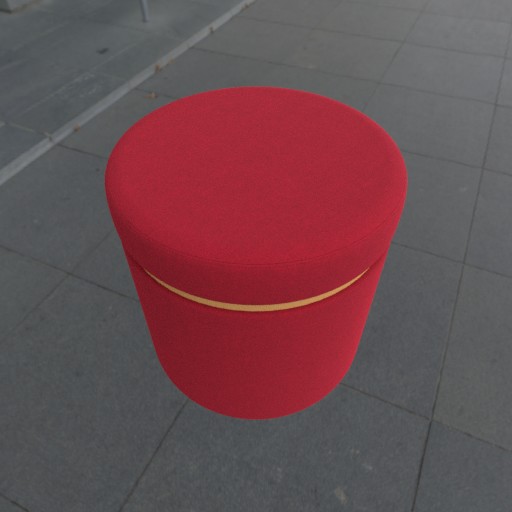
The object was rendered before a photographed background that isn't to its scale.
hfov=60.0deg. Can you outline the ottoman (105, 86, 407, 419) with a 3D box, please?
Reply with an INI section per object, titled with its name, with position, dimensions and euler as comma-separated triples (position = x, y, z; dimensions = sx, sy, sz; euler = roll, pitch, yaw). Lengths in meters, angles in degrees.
[ottoman]
position = 0.000, 0.000, 0.733
dimensions = 0.400, 0.406, 0.400
euler = 0, 47, 0
